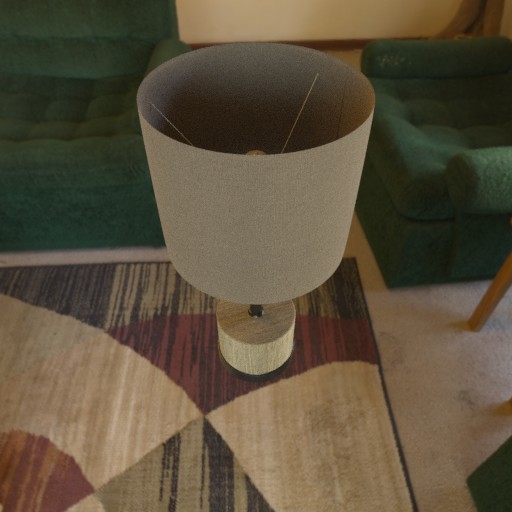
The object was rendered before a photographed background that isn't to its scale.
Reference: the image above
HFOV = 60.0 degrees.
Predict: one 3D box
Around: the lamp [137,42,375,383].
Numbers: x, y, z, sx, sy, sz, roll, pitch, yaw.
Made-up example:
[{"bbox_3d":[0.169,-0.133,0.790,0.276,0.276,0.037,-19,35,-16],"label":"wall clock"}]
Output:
[{"bbox_3d":[0.000,0.000,0.598,0.229,0.470,0.229,-15,48,-14],"label":"lamp"}]
